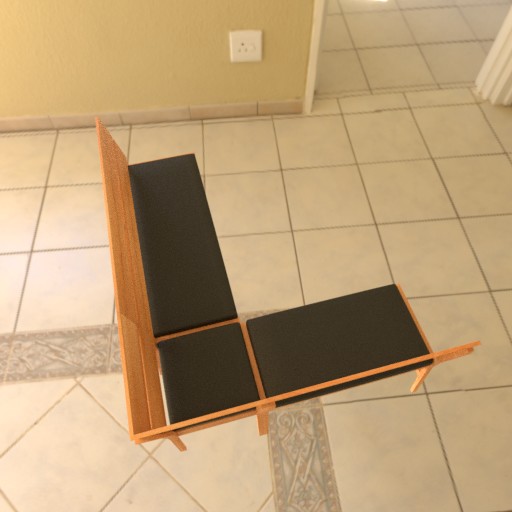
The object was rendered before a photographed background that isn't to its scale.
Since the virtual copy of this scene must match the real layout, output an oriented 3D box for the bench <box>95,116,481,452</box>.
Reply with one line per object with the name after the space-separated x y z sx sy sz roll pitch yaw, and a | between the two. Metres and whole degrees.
0.000 0.000 2.728 1.548 0.890 1.948 -13 59 -8 | bench
